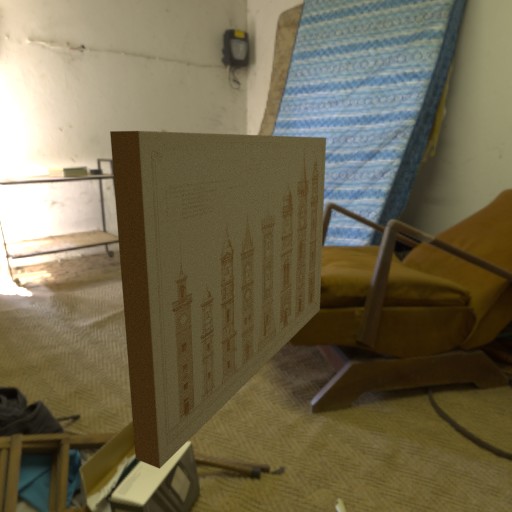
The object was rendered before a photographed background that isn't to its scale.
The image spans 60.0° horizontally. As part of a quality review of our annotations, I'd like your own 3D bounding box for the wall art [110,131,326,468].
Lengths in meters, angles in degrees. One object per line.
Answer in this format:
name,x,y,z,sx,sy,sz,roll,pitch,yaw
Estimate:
wall art,0.000,0.000,0.777,0.039,0.407,0.609,7,16,26
